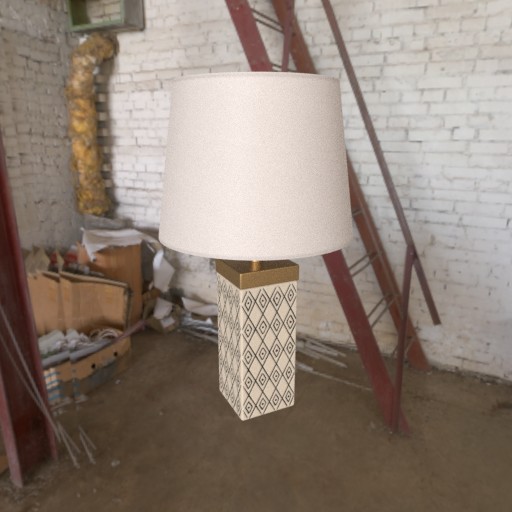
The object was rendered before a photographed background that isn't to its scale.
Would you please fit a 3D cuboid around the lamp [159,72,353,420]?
[{"bbox_3d":[0.000,0.000,0.593,0.251,0.435,0.251,0,16,0],"label":"lamp"}]
